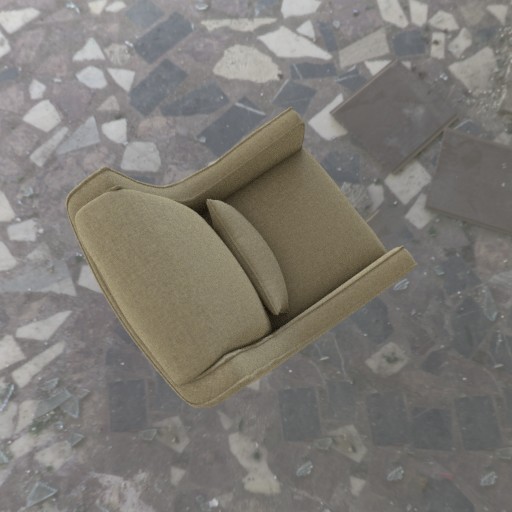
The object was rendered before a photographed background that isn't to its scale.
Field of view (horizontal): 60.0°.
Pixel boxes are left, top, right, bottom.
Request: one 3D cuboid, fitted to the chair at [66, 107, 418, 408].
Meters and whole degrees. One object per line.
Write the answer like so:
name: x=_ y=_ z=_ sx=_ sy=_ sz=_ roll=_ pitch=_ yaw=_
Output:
chair: x=0.000 y=0.000 z=1.616 sx=0.879 sy=0.993 sz=0.732 roll=-34 pitch=78 yaw=-8
